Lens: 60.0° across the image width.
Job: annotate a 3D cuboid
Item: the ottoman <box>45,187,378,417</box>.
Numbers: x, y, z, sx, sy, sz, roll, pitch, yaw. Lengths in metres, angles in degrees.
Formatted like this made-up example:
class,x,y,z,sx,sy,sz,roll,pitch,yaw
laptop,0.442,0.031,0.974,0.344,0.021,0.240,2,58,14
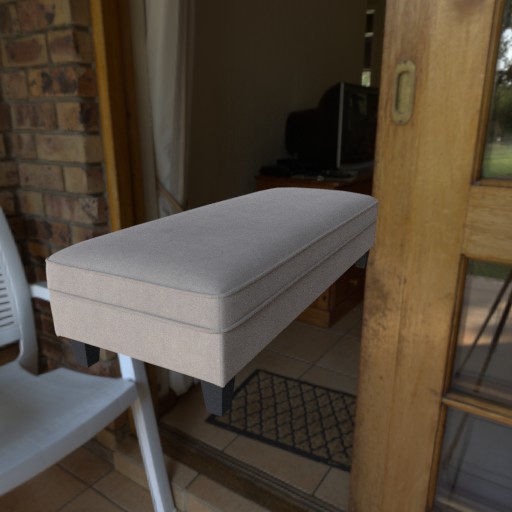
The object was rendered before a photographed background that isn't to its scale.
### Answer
class,x,y,z,sx,sy,sz,roll,pitch,yaw
ottoman,0.000,0.000,2.043,0.735,0.460,1.726,9,19,27
